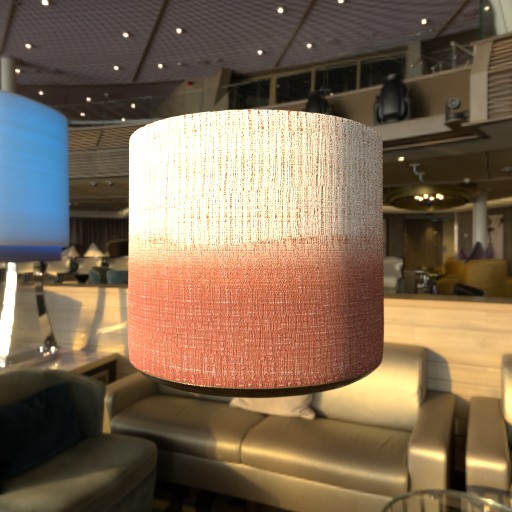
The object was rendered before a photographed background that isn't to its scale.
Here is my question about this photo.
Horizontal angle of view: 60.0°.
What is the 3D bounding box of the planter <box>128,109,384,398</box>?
[{"bbox_3d":[0.000,0.000,0.319,0.178,0.157,0.178,0,1,0],"label":"planter"}]
